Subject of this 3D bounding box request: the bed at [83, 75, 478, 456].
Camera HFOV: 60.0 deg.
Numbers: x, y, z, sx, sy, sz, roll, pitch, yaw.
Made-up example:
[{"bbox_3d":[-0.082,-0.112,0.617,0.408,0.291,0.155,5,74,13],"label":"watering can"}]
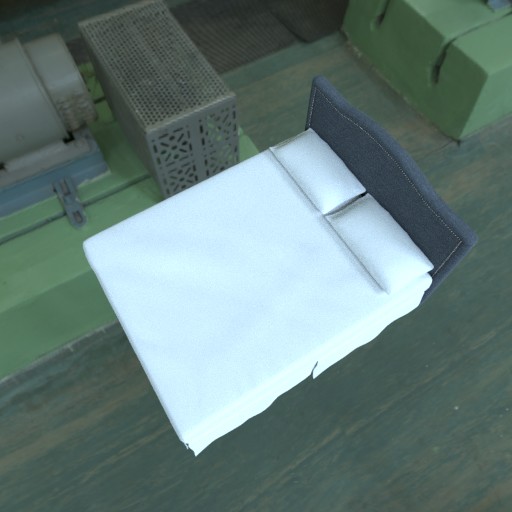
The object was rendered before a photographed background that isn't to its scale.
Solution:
[{"bbox_3d":[0.000,0.000,3.947,2.689,1.457,2.161,-29,67,-14],"label":"bed"}]
